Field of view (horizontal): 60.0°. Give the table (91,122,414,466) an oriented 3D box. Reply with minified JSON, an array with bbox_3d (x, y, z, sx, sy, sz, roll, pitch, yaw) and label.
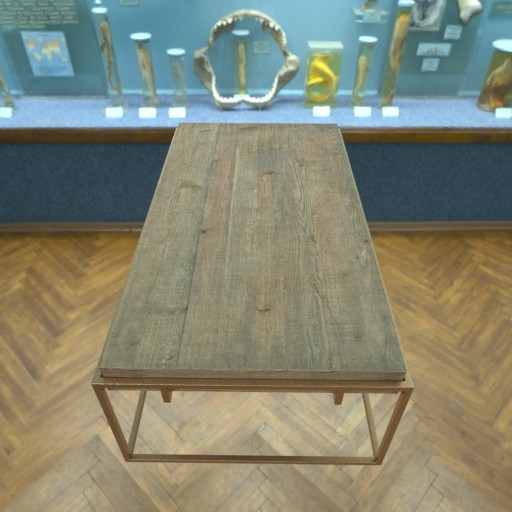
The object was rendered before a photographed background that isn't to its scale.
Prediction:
[{"bbox_3d":[0.000,0.000,1.712,0.775,0.468,1.387,1,41,1],"label":"table"}]
